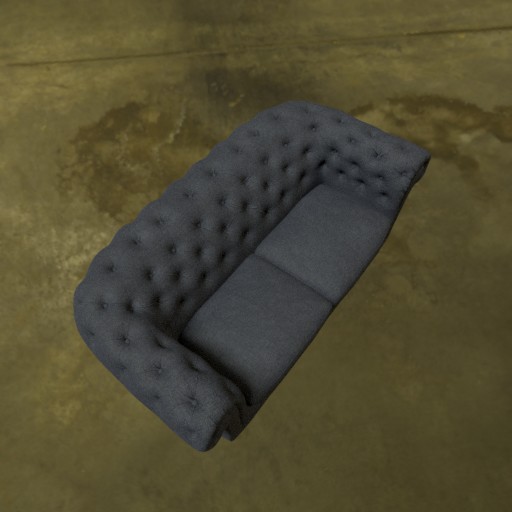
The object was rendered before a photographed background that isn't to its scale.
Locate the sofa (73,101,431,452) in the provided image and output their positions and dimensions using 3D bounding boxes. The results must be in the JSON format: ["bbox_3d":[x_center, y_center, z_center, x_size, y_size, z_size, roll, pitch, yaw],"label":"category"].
[{"bbox_3d":[0.000,0.000,2.540,1.082,0.833,1.988,33,64,19],"label":"sofa"}]
